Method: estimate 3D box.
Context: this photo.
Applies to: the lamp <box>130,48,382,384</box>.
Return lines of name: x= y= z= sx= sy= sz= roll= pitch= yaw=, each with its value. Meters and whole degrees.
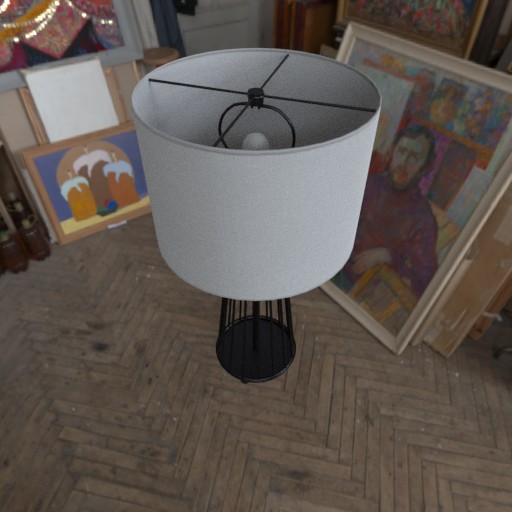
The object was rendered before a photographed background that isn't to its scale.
lamp: x=0.000 y=0.000 z=0.779 sx=0.322 sy=0.593 sz=0.322 roll=13 pitch=44 yaw=13
